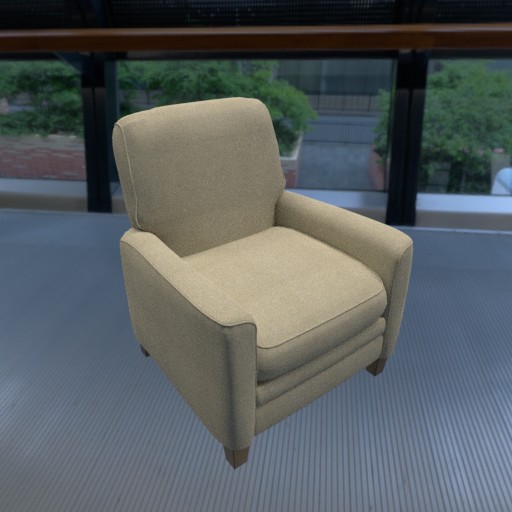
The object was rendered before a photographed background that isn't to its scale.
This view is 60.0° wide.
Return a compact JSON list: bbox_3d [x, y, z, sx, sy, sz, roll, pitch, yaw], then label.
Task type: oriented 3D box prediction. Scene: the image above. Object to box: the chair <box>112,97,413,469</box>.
[{"bbox_3d":[0.000,0.000,1.653,0.850,1.006,0.853,-20,35,-32],"label":"chair"}]
